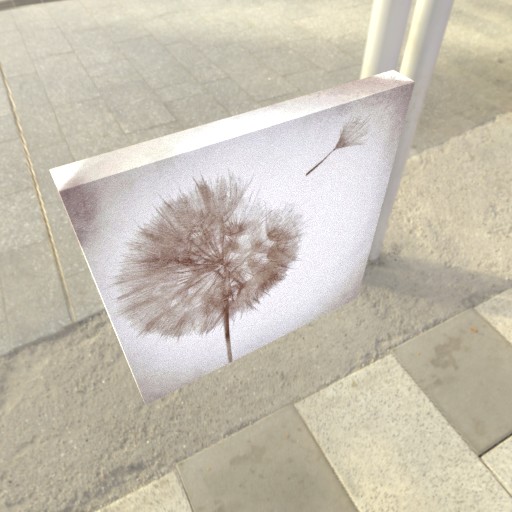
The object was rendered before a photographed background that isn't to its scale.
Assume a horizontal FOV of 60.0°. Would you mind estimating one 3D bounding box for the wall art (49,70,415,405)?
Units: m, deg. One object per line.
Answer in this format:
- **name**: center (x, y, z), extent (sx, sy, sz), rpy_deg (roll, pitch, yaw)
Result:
- **wall art**: center (0.000, 0.000, 0.450), extent (0.303, 0.303, 0.028), rpy_deg (-23, 51, -20)
